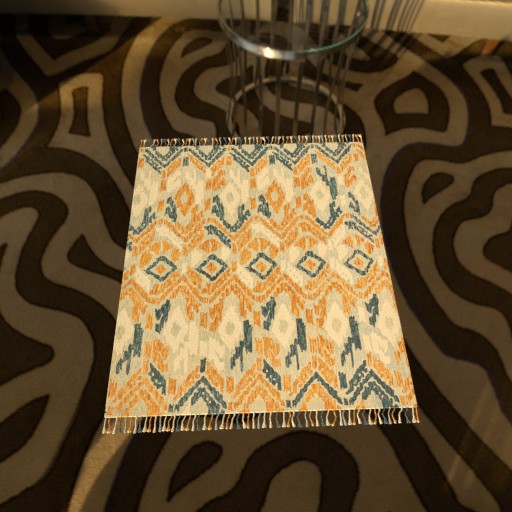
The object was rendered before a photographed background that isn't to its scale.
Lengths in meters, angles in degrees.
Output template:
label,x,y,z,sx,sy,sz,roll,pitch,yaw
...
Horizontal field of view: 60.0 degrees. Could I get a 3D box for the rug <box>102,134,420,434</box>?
label,x,y,z,sx,sy,sz,roll,pitch,yaw
rug,0.000,0.000,4.147,2.439,0.010,3.048,-2,60,-1
